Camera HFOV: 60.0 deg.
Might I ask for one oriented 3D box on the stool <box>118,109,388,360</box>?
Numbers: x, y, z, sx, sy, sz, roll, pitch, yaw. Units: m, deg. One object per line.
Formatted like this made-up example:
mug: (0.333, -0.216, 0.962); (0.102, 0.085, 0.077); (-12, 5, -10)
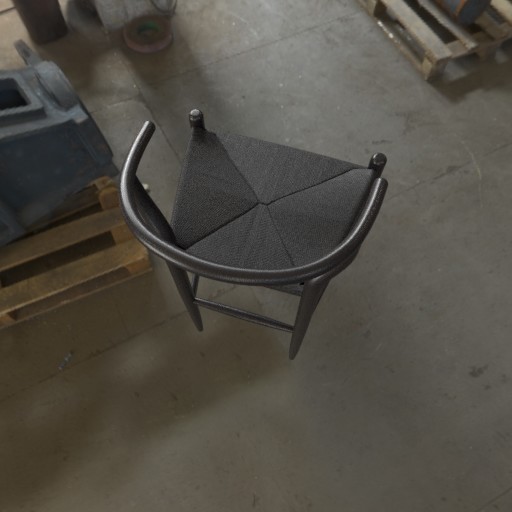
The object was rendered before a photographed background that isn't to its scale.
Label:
stool: (0.000, 0.000, 1.314); (0.569, 0.970, 0.579); (16, 64, 8)
